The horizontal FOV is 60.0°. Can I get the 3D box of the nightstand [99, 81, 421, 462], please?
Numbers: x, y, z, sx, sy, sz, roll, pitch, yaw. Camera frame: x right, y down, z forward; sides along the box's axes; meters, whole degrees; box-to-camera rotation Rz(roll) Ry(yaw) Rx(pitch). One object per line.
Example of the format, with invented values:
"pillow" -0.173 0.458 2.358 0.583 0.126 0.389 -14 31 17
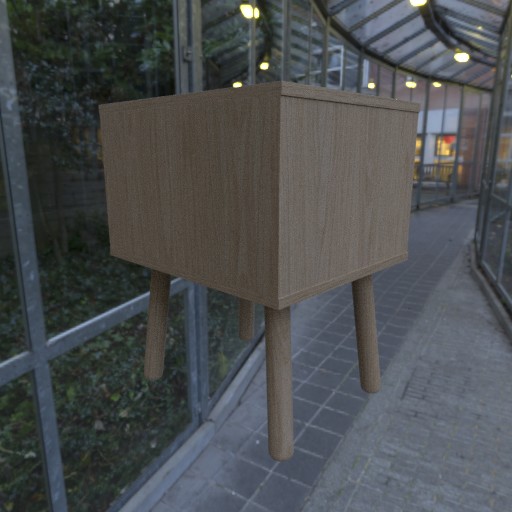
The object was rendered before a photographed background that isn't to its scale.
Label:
"nightstand" 0.000 0.000 0.877 0.450 0.571 0.380 13 19 42
